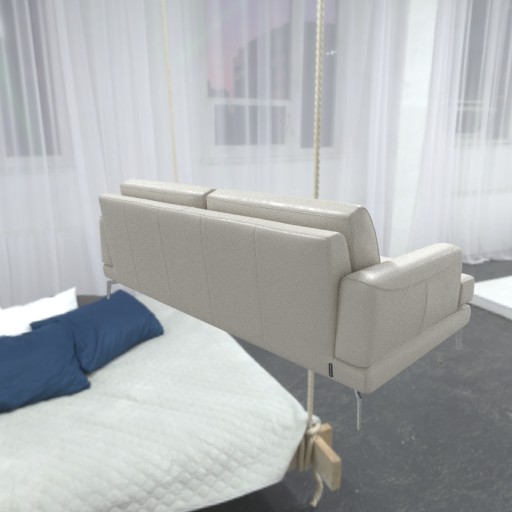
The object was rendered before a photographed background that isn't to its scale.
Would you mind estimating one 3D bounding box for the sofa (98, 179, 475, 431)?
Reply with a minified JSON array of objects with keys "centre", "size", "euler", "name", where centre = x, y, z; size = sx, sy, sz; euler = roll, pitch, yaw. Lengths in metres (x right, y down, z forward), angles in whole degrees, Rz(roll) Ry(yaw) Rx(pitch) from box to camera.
[{"centre":[0.000,0.000,2.377],"size":[0.974,0.765,1.940],"euler":[-14,20,-43],"name":"sofa"}]
